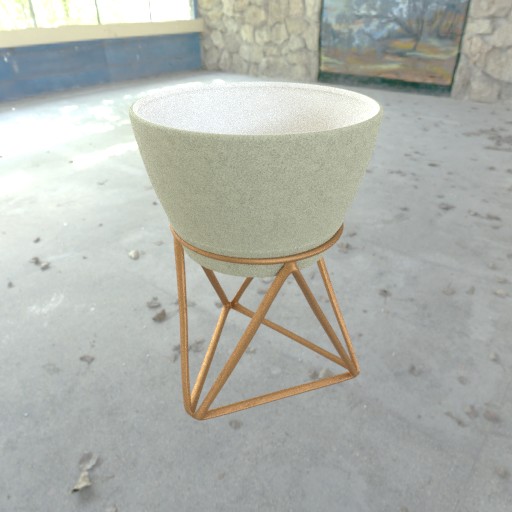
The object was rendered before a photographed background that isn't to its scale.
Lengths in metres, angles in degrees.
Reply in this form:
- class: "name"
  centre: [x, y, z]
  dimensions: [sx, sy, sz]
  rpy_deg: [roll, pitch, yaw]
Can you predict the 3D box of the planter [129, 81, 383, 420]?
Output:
- class: "planter"
  centre: [0.000, 0.000, 0.753]
  dimensions: [0.350, 0.504, 0.350]
  rpy_deg: [23, 38, 34]
